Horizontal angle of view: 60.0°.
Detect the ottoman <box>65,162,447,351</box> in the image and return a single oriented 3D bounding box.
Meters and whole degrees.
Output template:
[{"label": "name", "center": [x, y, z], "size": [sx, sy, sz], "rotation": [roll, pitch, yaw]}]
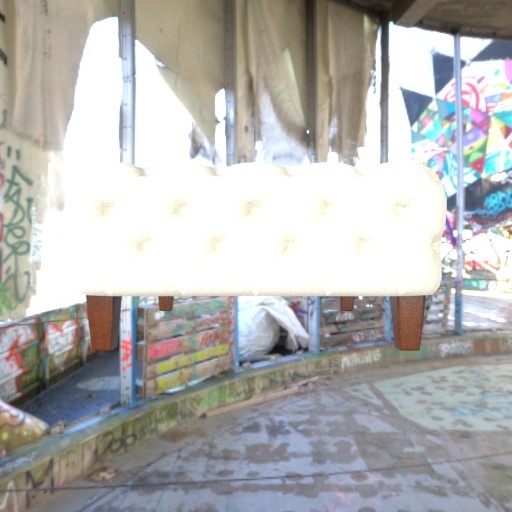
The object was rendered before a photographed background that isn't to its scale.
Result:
[{"label": "ottoman", "center": [0.000, 0.000, 1.210], "size": [0.755, 0.376, 0.753], "rotation": [0, 0, 0]}]
